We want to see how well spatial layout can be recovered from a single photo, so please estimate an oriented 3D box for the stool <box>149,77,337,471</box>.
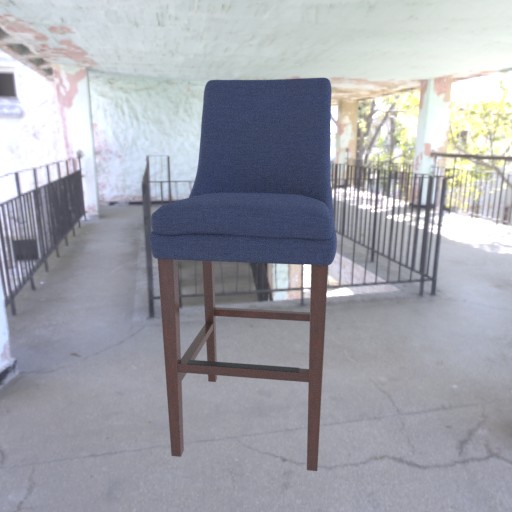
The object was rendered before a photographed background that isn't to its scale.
[{"bbox_3d":[0.000,0.000,1.359,0.470,1.078,0.577,2,15,8],"label":"stool"}]
